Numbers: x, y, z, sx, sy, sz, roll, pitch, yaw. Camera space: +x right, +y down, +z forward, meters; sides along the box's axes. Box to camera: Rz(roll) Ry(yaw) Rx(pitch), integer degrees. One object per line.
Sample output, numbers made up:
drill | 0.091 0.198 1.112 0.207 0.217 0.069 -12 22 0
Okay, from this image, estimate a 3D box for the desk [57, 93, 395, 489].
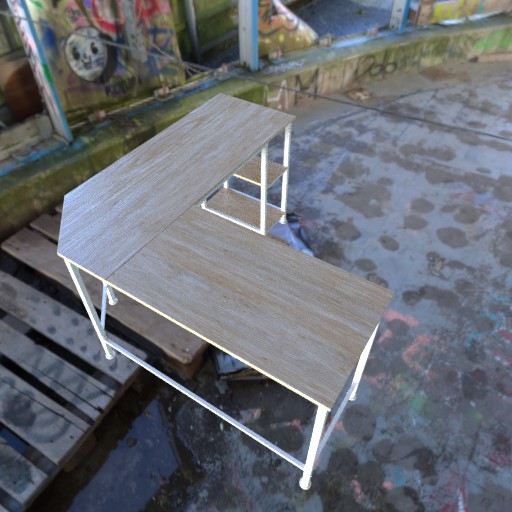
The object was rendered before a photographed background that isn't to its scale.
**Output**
desk | 0.000 0.000 2.159 1.379 0.739 1.379 25 51 22
